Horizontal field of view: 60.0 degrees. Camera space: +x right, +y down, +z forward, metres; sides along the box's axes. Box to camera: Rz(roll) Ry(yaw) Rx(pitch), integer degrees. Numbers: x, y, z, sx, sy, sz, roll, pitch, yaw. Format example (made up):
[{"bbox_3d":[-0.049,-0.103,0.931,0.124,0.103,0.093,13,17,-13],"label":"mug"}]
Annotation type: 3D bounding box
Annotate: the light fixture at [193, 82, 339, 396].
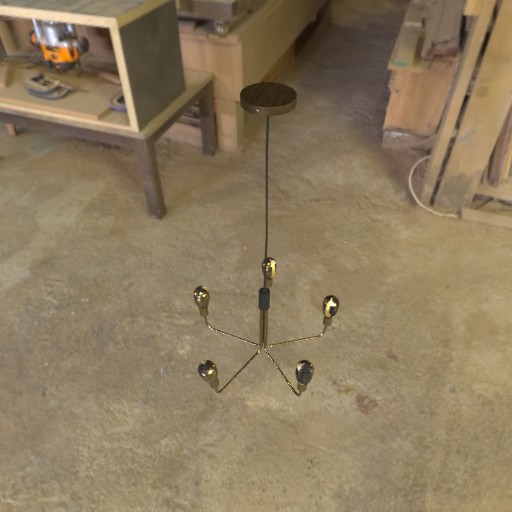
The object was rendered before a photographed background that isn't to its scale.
[{"bbox_3d":[0.000,0.000,1.406,0.532,1.059,0.588,17,47,16],"label":"light fixture"}]
